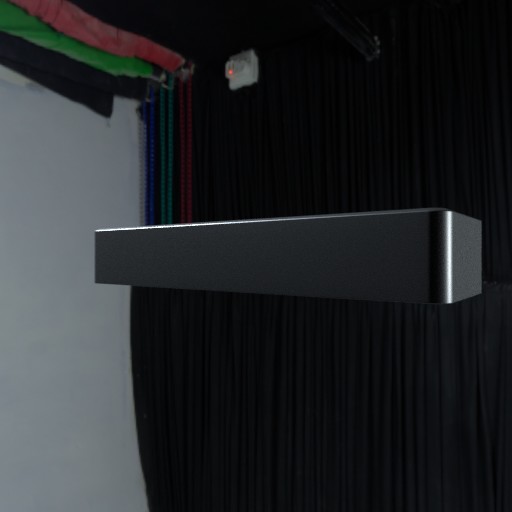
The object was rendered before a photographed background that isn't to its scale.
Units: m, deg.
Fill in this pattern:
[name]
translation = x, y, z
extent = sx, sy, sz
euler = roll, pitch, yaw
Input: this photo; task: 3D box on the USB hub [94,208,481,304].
[USB hub]
translation = 0.000, 0.000, 0.164
extent = 0.145, 0.023, 0.044
euler = 0, 0, 37
